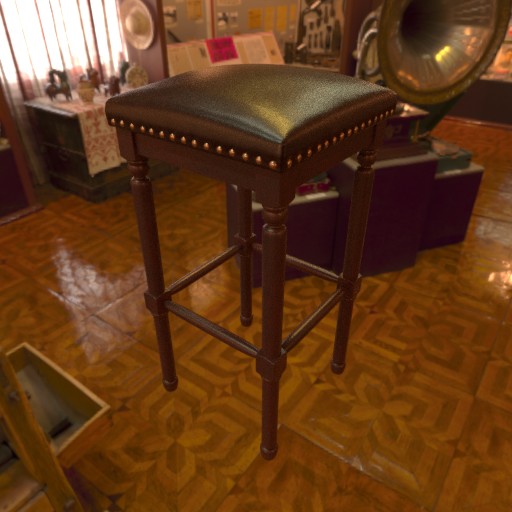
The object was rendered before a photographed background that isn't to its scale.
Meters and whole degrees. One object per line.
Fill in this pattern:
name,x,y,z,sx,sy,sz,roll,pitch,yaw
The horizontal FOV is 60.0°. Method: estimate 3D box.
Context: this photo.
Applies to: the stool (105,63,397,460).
stool,0.000,0.000,0.972,0.383,0.768,0.382,22,39,31
